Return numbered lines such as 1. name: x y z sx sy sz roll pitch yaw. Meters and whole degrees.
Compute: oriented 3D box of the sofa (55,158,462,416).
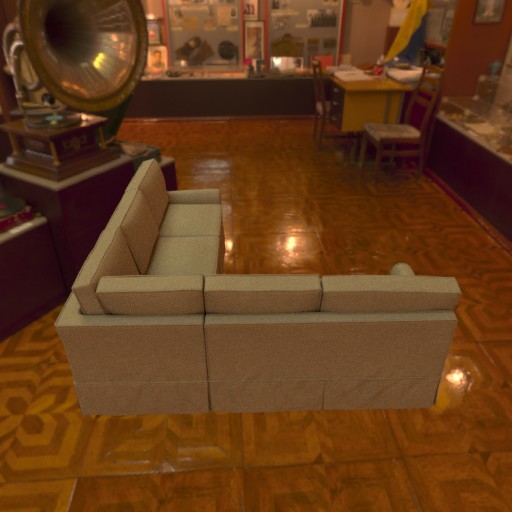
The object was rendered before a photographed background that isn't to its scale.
1. sofa: 0.000 0.000 4.060 2.618 1.081 2.623 -1 31 -1
